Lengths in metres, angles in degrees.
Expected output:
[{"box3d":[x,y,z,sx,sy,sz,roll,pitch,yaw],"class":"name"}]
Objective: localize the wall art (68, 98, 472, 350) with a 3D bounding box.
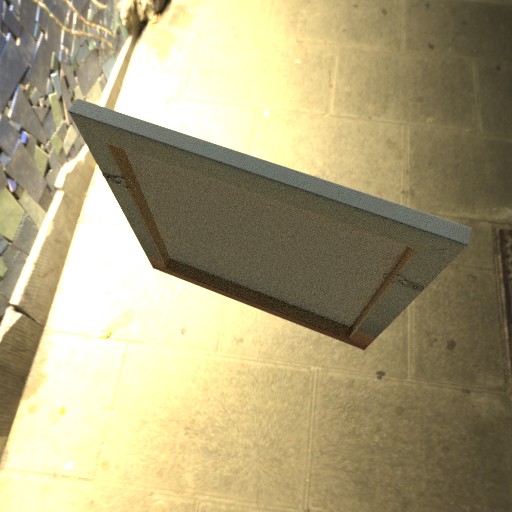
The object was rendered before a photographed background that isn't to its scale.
[{"box3d":[0.000,0.000,0.903,0.605,0.605,0.034,20,67,9],"class":"wall art"}]
